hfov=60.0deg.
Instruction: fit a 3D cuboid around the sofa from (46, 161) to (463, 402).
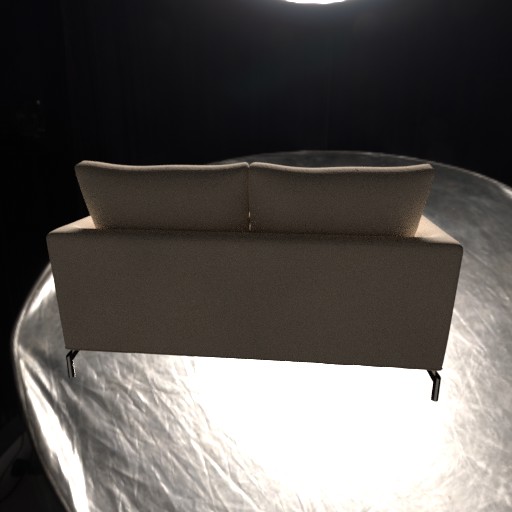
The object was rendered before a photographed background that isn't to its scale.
[{"bbox_3d":[0.000,0.000,2.294,1.739,0.995,0.906,2,16,6],"label":"sofa"}]
